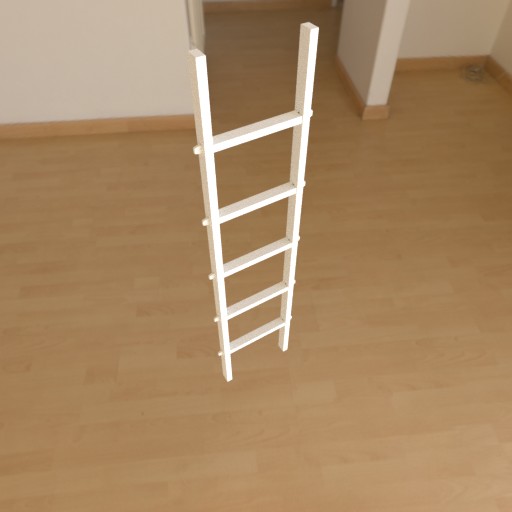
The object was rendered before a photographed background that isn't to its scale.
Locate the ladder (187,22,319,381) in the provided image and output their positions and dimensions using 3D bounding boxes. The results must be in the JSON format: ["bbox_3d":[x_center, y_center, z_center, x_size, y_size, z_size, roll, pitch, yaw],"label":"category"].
[{"bbox_3d":[0.000,0.000,1.905,0.452,1.797,0.051,-24,52,-21],"label":"ladder"}]
